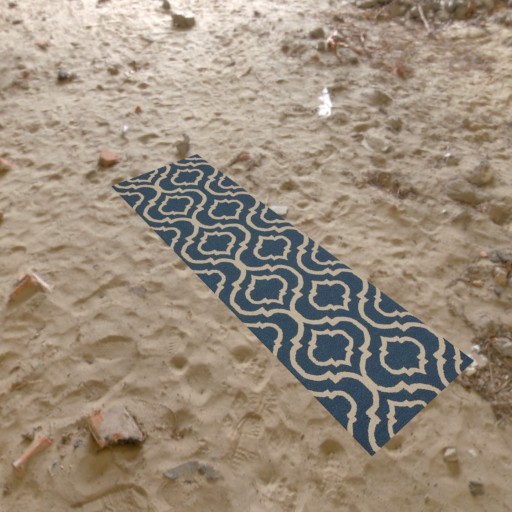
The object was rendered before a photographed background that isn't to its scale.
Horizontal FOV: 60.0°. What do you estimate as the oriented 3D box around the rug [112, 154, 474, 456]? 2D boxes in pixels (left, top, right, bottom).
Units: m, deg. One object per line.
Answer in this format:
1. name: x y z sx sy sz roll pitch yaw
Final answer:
1. rug: 0.000 0.000 2.496 0.685 0.006 2.296 -28 50 -27
